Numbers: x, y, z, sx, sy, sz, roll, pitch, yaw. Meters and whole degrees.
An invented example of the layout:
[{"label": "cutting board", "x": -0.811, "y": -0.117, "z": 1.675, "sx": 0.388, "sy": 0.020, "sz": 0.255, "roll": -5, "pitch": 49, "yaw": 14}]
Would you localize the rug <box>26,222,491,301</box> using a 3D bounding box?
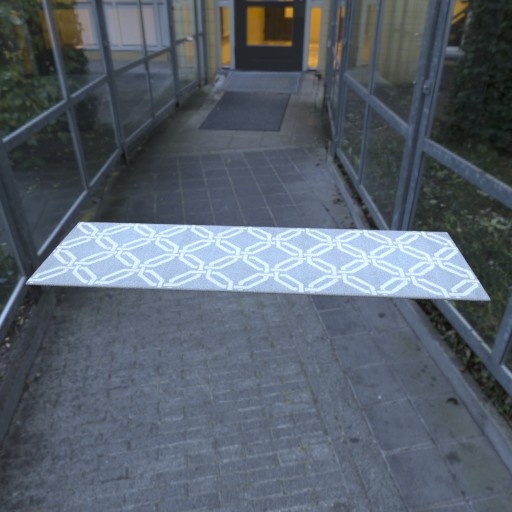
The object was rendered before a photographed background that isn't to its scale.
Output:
[{"label": "rug", "x": 0.000, "y": 0.000, "z": 2.449, "sx": 2.276, "sy": 0.014, "sz": 0.678, "roll": 2, "pitch": 31, "yaw": 3}]
